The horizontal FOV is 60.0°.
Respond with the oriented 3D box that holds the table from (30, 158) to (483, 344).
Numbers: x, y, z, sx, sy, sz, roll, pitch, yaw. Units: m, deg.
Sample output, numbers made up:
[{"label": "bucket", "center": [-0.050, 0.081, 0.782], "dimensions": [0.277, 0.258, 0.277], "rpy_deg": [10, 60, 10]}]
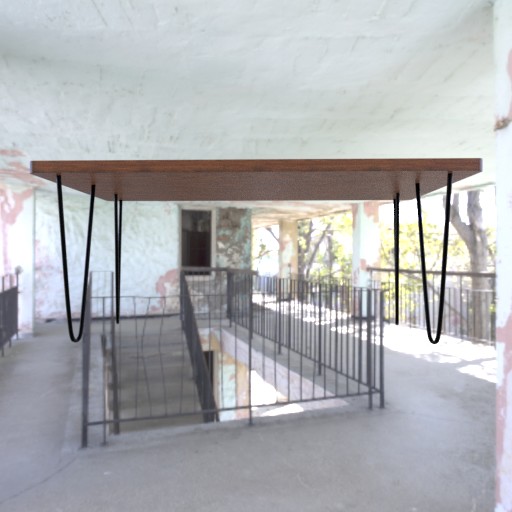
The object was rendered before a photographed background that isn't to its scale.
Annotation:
[{"label": "table", "center": [0.000, 0.000, 2.173], "dimensions": [1.791, 0.753, 0.883], "rpy_deg": [0, 0, 2]}]
